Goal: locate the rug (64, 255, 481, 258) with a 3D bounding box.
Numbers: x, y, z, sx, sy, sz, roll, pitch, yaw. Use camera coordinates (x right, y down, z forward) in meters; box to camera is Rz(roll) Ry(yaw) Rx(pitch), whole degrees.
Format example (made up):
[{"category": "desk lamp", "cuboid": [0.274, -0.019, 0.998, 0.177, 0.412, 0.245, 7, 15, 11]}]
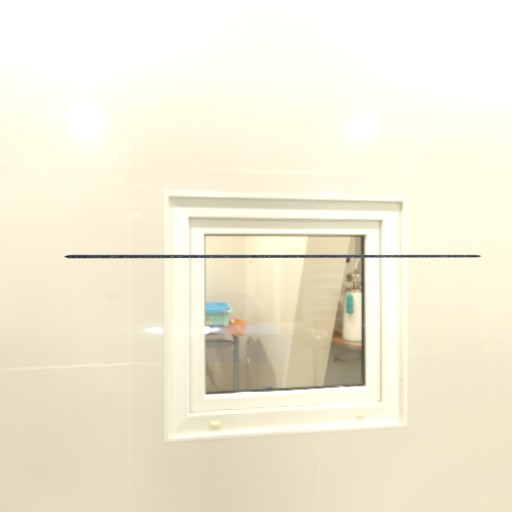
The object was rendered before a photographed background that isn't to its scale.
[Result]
[{"category": "rug", "cuboid": [0.000, 0.000, 4.343, 3.245, 0.024, 2.385, 0, 0, -18]}]
